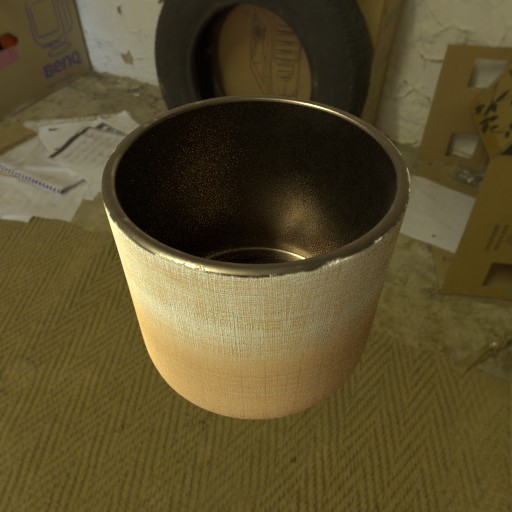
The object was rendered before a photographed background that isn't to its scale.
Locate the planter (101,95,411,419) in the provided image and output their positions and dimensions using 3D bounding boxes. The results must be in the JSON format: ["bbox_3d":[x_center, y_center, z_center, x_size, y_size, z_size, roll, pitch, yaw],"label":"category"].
[{"bbox_3d":[0.000,0.000,0.444,0.254,0.221,0.254,0,46,0],"label":"planter"}]
